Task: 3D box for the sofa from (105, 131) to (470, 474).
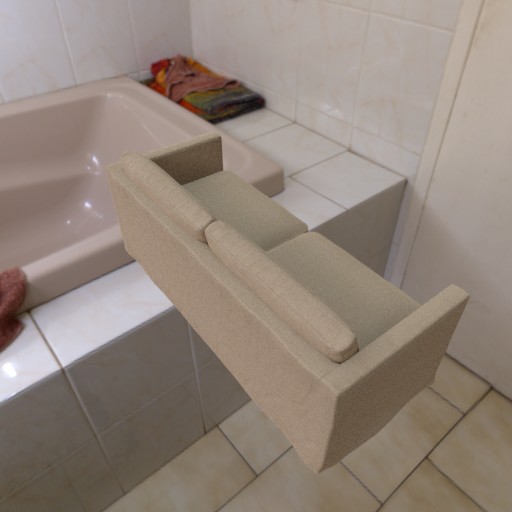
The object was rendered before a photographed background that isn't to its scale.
[{"bbox_3d":[0.000,0.000,2.814,0.962,0.853,2.312,-26,47,-27],"label":"sofa"}]
